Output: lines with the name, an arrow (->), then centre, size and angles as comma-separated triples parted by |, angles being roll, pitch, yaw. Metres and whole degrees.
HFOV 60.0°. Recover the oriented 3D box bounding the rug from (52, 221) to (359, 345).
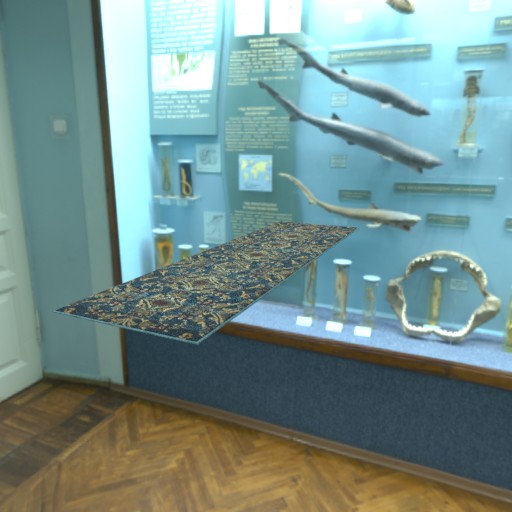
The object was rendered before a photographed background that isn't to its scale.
rug -> 0.000, 0.000, 2.605 | 0.685, 0.014, 2.292 | 7, 16, 25
